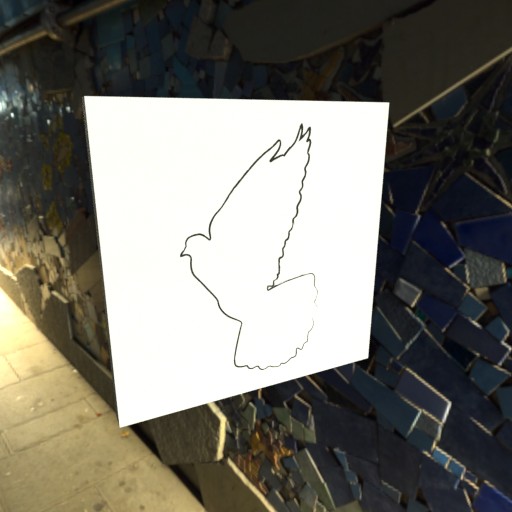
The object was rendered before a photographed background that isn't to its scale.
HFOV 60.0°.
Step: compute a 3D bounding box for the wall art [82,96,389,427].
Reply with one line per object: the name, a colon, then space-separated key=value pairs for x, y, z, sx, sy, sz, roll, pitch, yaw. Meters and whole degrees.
wall art: x=0.000 y=0.000 z=0.919 sx=0.610 sy=0.610 sz=0.038 roll=-8 pitch=19 yaw=-25
